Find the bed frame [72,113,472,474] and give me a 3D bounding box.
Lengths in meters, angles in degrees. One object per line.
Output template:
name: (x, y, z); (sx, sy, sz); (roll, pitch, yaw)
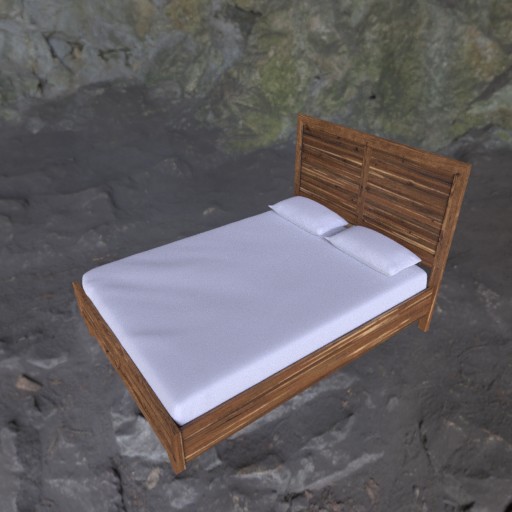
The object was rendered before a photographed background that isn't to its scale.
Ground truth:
bed frame: (0.000, 0.000, 3.286); (2.276, 1.417, 1.696); (-21, 37, -30)
